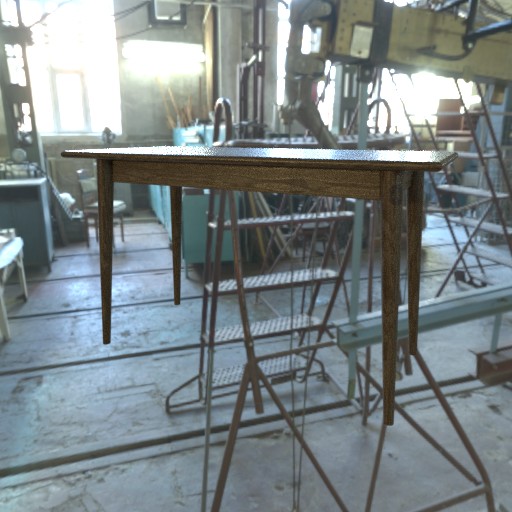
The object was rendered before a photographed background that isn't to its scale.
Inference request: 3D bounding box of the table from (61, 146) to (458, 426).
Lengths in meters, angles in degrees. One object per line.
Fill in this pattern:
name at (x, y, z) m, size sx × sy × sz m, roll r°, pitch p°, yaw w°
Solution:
table at (0.000, 0.000, 1.698) m, size 1.300 × 0.780 × 0.599 m, roll 8°, pitch 18°, yaw 26°
